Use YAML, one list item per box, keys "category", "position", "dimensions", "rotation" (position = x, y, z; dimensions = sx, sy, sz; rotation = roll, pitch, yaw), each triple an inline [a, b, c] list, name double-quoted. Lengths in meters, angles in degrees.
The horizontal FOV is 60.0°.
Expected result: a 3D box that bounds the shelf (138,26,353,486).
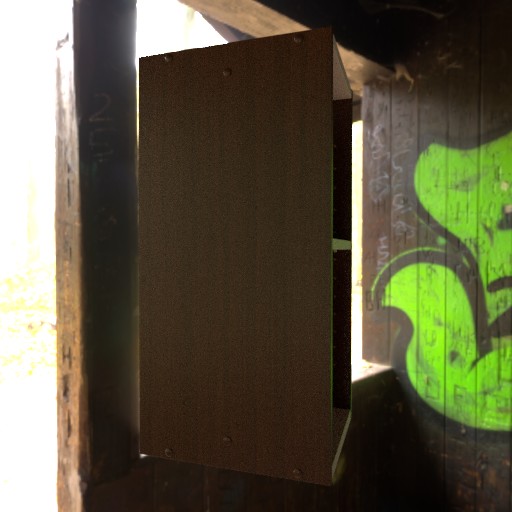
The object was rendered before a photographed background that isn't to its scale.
- category: "shelf"
  position: [0.000, 0.000, 0.742]
  dimensions: [0.290, 0.600, 0.253]
  rotation: [0, 1, 18]
